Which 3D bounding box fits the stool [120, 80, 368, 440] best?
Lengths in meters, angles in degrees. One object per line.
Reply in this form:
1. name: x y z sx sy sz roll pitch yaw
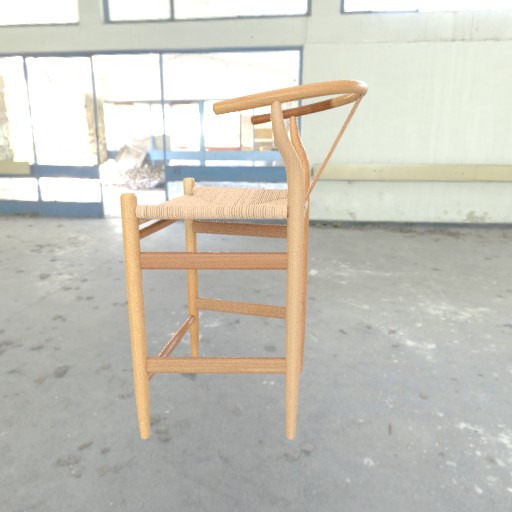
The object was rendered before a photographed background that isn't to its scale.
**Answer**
1. stool: 0.000 0.000 1.287 0.575 0.923 0.536 2 14 9
